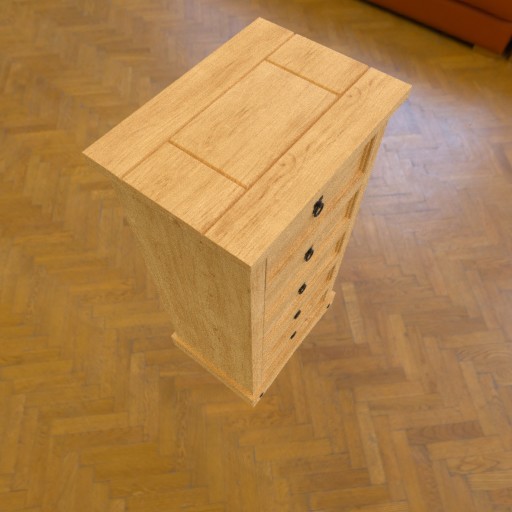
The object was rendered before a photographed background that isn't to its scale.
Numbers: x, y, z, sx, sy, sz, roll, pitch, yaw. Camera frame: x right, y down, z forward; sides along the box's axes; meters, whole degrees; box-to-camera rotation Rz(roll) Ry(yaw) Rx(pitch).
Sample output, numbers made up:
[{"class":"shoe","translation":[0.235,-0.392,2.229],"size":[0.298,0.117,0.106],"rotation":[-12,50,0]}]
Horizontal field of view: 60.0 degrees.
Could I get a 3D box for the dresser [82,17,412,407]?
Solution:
[{"class":"dresser","translation":[0.000,0.000,1.298],"size":[0.390,1.041,0.531],"rotation":[34,65,18]}]
